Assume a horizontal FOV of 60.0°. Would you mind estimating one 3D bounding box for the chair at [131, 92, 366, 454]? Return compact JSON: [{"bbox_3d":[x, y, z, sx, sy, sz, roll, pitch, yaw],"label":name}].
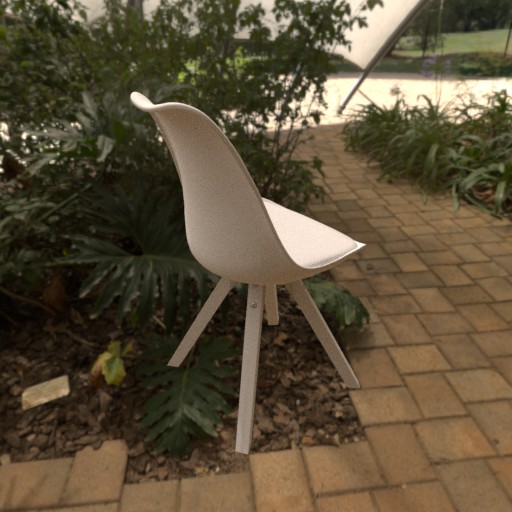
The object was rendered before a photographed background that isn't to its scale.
[{"bbox_3d":[0.000,0.000,1.201,0.550,0.850,0.485,-17,31,-31],"label":"chair"}]
